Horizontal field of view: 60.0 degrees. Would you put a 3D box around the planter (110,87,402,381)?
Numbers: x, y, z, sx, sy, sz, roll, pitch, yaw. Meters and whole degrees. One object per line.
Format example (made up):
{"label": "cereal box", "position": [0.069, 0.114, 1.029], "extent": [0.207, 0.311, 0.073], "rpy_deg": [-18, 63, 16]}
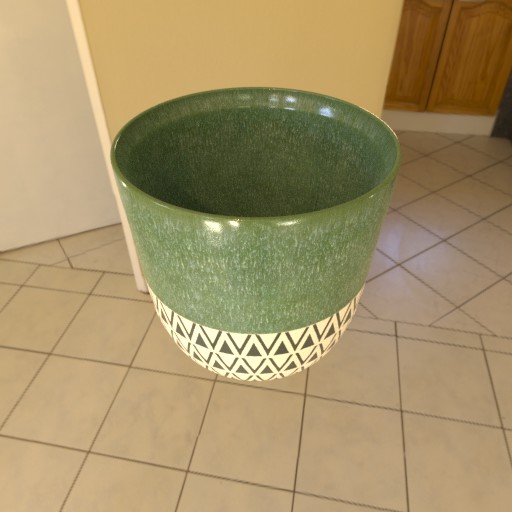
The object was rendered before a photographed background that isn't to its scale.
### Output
{"label": "planter", "position": [0.000, 0.000, 0.373], "extent": [0.195, 0.214, 0.195], "rpy_deg": [0, 40, 0]}
